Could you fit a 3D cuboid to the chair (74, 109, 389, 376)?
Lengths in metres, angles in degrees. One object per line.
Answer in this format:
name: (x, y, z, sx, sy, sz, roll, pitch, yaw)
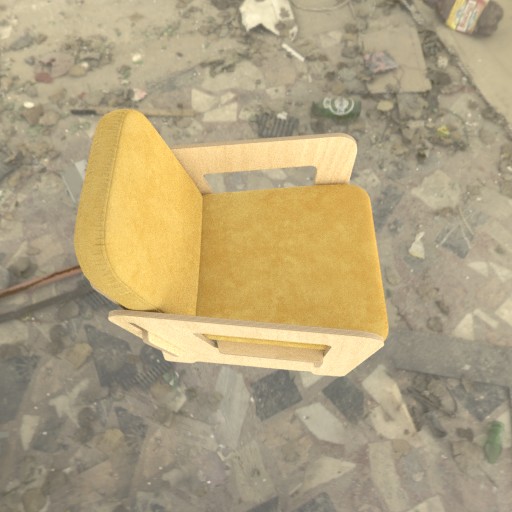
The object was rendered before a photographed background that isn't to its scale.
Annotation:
chair: (0.000, 0.000, 1.261, 0.710, 0.800, 0.590, 0, 63, 0)
